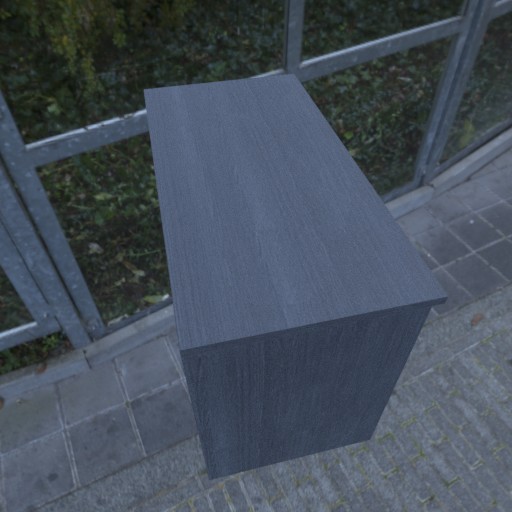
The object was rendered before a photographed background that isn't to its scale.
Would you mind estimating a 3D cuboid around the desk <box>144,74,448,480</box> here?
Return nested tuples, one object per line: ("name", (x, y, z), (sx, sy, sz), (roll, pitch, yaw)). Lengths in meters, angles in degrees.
("desk", (0.000, 0.000, 1.507), (0.557, 0.729, 1.099), (-10, 47, -9))
